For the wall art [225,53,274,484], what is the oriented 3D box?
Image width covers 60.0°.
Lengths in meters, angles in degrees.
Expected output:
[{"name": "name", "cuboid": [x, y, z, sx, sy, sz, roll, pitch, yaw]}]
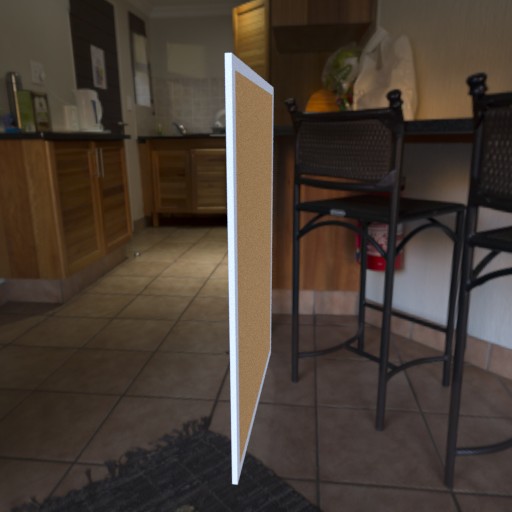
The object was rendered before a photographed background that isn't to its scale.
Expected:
[{"name": "wall art", "cuboid": [0.000, 0.000, 1.236, 0.013, 0.940, 0.659, 2, 16, 8]}]
